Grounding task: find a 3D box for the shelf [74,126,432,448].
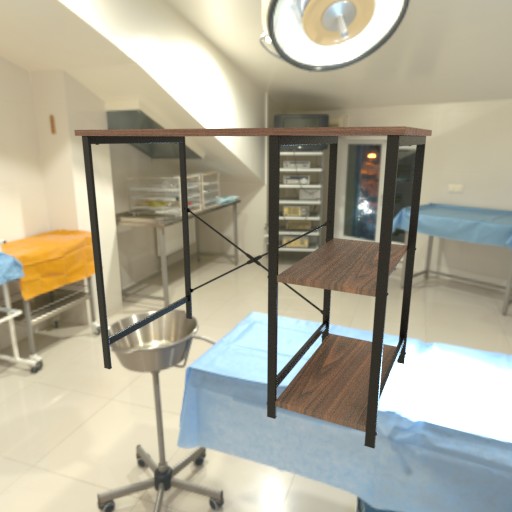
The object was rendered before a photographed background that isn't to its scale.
[{"bbox_3d":[0.000,0.000,1.372,0.902,0.750,0.498,7,17,26],"label":"shelf"}]
